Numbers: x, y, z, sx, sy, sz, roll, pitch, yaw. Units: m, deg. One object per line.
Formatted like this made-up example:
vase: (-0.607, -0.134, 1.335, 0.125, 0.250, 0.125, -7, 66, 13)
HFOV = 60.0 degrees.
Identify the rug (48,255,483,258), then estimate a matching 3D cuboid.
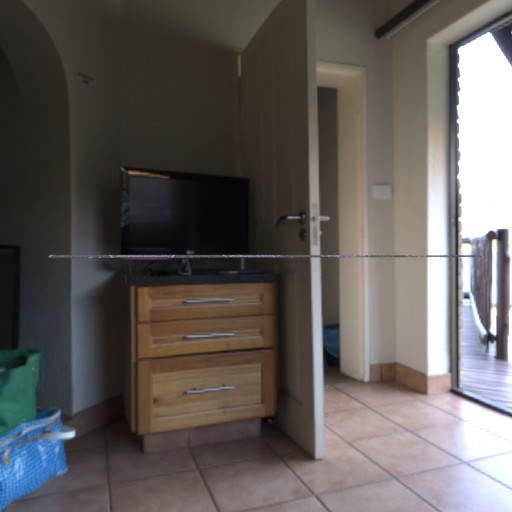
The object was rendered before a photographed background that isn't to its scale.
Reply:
rug: (0.000, 0.000, 3.087, 2.457, 0.012, 1.541, 0, 0, -18)
